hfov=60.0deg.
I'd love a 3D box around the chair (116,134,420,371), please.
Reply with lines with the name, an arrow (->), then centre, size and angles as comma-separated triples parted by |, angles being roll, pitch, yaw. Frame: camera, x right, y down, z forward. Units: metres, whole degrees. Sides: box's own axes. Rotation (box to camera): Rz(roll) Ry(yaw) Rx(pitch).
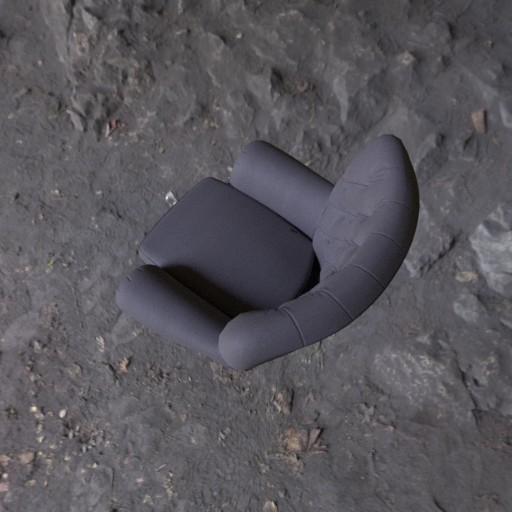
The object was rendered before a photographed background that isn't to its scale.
chair -> 0.000, 0.000, 1.815 | 0.983, 1.046, 0.983 | 33, 69, 15
